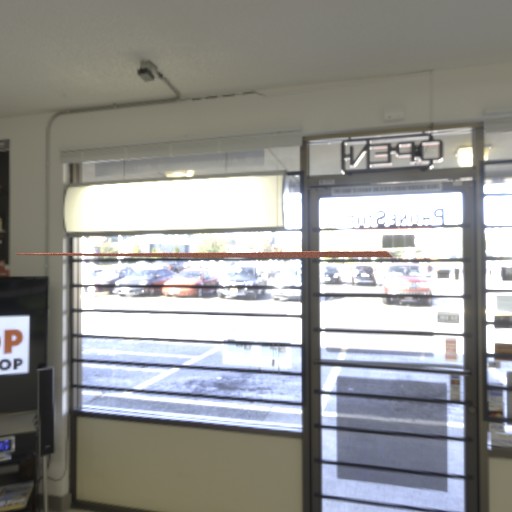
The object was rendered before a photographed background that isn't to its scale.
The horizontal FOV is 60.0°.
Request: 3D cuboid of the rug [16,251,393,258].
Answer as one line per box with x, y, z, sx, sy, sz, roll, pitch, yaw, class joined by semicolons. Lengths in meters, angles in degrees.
0.000;0.000;2.727;1.594;0.009;2.112;0;-1;18;rug
